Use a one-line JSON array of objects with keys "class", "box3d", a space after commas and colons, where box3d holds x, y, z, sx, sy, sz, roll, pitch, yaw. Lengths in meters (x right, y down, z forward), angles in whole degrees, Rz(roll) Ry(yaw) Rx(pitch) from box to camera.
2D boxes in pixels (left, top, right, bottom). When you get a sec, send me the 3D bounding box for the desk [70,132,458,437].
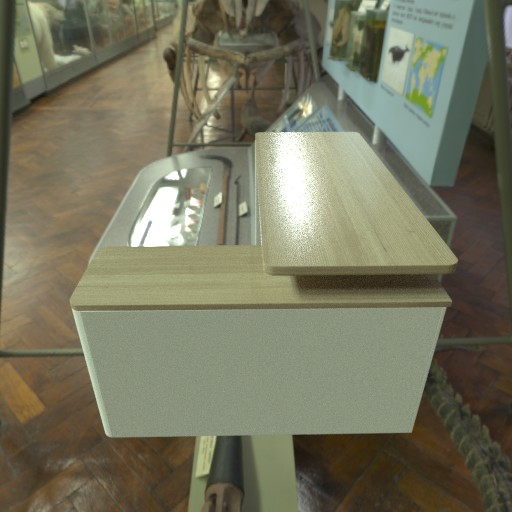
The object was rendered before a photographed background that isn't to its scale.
[{"class": "desk", "box3d": [0.000, 0.000, 2.075, 1.175, 0.770, 1.400, -1, 31, -1]}]
